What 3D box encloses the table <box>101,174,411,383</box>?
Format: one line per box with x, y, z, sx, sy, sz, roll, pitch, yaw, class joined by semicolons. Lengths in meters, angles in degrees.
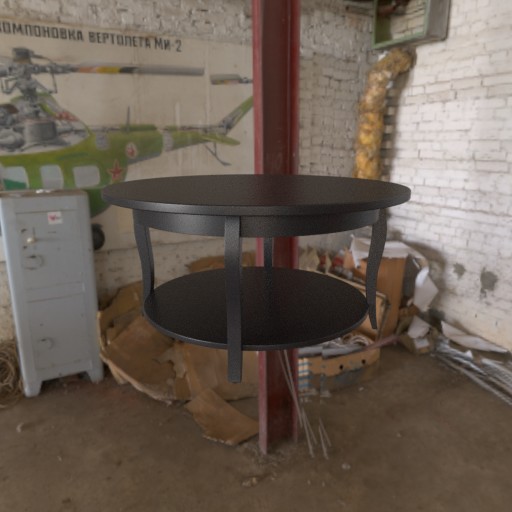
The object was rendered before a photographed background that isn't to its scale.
0.000;0.000;1.435;0.914;0.457;0.914;0;15;0;table
